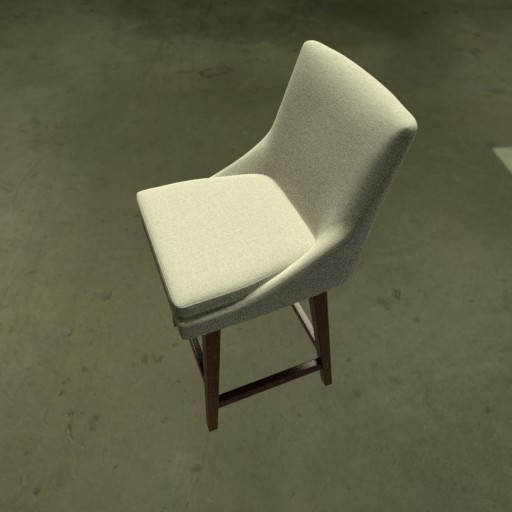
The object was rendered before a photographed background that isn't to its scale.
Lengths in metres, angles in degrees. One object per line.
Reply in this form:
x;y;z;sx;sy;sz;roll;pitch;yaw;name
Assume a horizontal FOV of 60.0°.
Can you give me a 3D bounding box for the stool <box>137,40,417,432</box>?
0.000;0.000;1.278;0.559;0.991;0.469;-17;49;-15;stool
